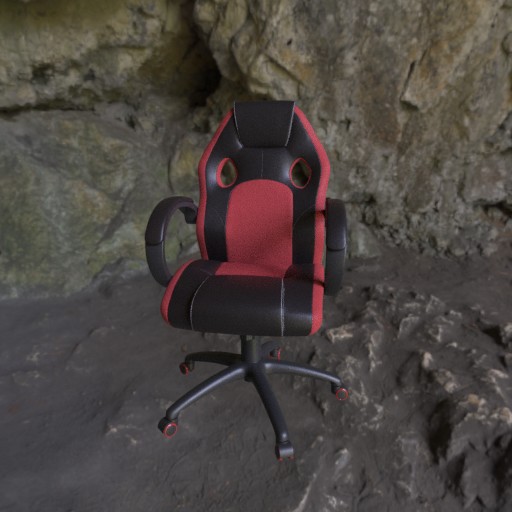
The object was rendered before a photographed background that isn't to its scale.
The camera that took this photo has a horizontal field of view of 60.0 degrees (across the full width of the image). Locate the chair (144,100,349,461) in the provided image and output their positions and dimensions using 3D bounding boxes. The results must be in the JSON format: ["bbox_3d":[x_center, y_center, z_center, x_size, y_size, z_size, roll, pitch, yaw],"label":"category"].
[{"bbox_3d":[0.000,0.000,1.684,0.750,1.189,0.783,2,14,8],"label":"chair"}]
